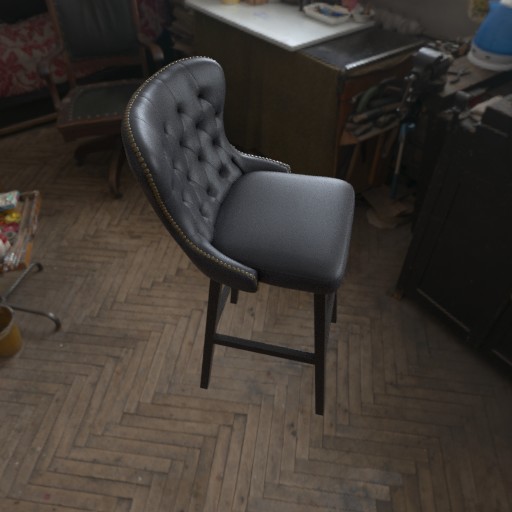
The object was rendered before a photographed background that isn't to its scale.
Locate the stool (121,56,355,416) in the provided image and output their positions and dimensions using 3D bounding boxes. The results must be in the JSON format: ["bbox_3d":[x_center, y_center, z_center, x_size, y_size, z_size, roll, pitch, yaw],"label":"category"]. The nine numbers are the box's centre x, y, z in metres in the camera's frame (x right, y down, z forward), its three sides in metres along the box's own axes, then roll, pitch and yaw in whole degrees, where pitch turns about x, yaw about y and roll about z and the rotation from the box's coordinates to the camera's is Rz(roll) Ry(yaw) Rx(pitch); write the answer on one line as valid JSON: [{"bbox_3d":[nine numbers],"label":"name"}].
[{"bbox_3d":[0.000,0.000,1.401,0.601,1.050,0.528,10,47,9],"label":"stool"}]
